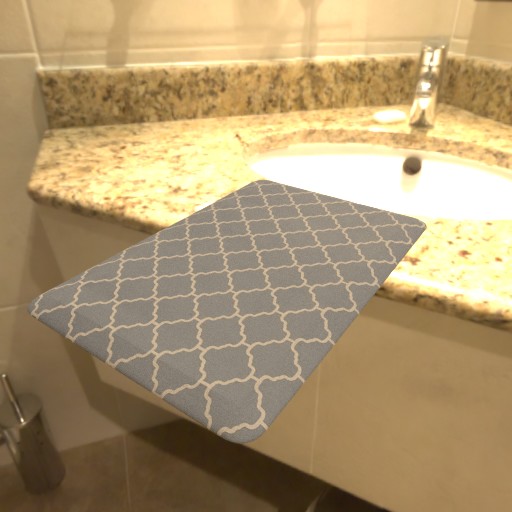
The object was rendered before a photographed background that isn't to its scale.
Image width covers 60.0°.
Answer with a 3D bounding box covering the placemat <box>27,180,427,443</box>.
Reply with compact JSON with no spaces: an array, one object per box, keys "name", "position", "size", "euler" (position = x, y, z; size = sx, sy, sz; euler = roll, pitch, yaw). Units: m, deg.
[{"name":"placemat","position":[0.000,0.000,0.934],"size":[0.508,0.021,0.762],"euler":[20,37,29]}]
